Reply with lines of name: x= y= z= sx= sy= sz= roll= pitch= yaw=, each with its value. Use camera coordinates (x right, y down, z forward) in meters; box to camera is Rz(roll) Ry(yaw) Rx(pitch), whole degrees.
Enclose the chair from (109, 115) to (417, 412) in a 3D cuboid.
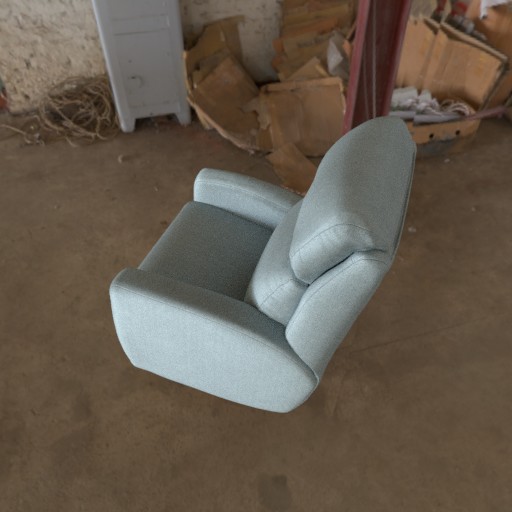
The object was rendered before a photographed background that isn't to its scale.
chair: x=0.000 y=0.000 z=1.674 sx=0.940 sy=1.016 sz=0.794 roll=14 pitch=47 yaw=14
